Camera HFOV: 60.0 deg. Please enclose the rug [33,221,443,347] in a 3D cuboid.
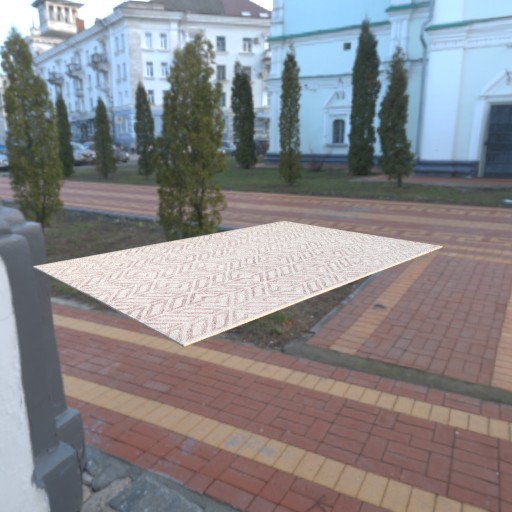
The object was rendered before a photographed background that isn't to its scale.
[{"bbox_3d":[0.000,0.000,2.346,1.220,0.007,1.828,14,20,43],"label":"rug"}]
